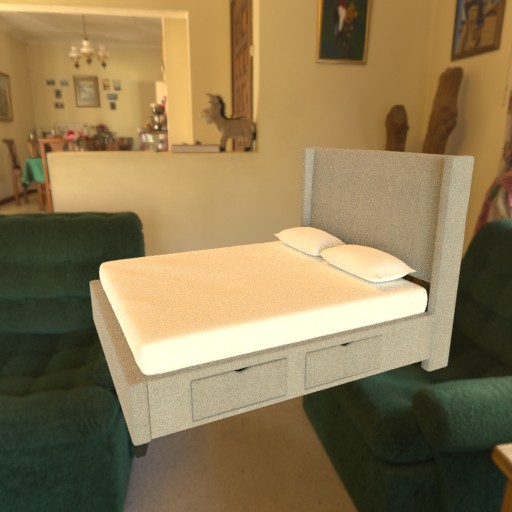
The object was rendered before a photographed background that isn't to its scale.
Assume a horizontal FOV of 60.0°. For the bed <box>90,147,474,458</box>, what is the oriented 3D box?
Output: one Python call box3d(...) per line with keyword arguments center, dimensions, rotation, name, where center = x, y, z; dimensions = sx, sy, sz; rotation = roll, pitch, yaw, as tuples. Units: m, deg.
box3d(center=(0.000, 0.000, 3.295), dimensions=(2.222, 1.491, 1.774), rotation=(-7, 17, -25), name="bed")
